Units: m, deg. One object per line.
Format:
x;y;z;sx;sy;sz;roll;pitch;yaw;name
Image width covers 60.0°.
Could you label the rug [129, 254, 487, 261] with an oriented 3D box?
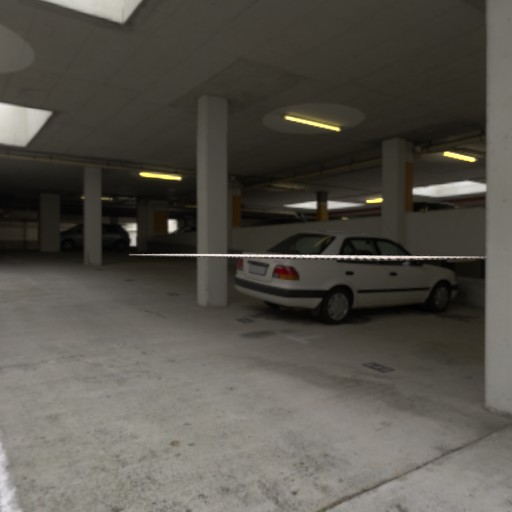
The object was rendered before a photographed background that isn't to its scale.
0.000;0.000;2.519;0.676;0.008;2.277;0;1;-36;rug
